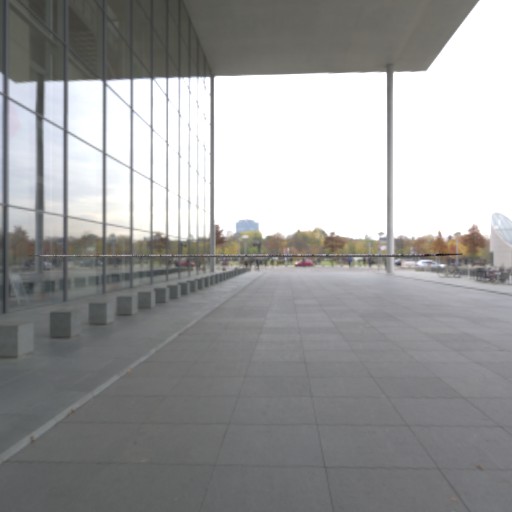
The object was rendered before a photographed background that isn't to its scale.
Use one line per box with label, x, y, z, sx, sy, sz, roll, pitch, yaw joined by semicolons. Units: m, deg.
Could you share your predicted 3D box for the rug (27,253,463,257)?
rug;0.000;0.000;2.302;1.848;0.012;1.217;0;0;19
